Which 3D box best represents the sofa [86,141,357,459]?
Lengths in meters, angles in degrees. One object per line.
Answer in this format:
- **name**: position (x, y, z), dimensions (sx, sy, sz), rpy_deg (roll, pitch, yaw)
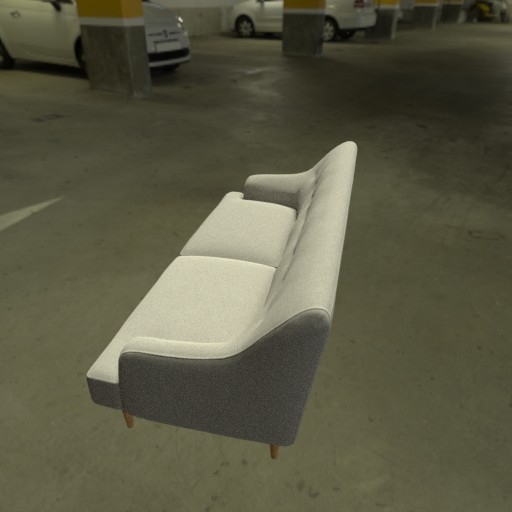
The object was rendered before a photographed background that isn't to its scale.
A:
- **sofa**: position (0.000, 0.000, 2.533), dimensions (0.978, 0.871, 2.057), rpy_deg (7, 31, 12)
